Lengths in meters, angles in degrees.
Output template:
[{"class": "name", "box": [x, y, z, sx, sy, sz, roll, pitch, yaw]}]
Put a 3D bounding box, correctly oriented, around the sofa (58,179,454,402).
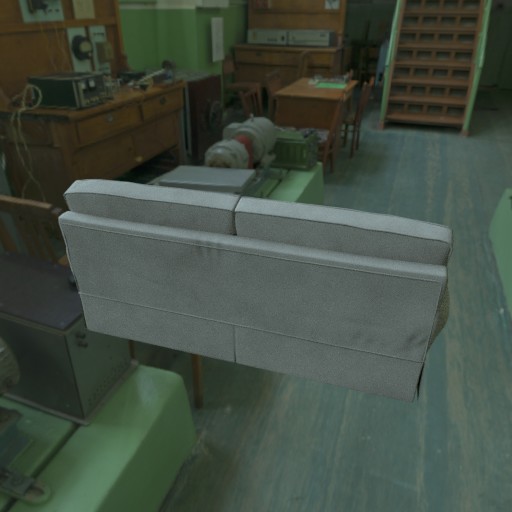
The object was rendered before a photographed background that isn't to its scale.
[{"class": "sofa", "box": [0.000, 0.000, 2.784, 2.246, 1.014, 0.900, 9, 31, 15]}]
